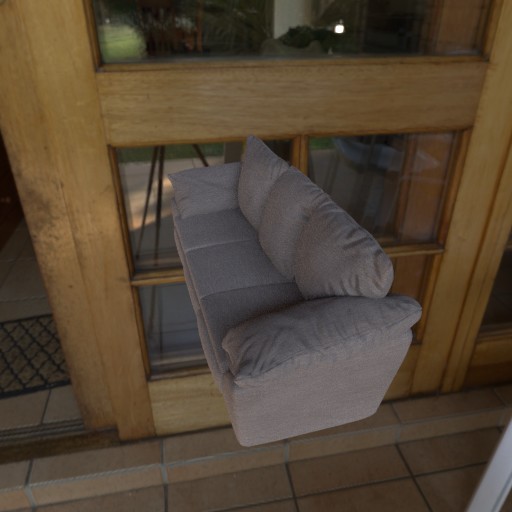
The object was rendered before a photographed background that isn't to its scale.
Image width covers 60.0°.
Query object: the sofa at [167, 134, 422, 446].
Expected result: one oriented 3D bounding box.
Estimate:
[{"bbox_3d":[0.000,0.000,2.891,0.927,1.043,2.390,-8,31,-14],"label":"sofa"}]
